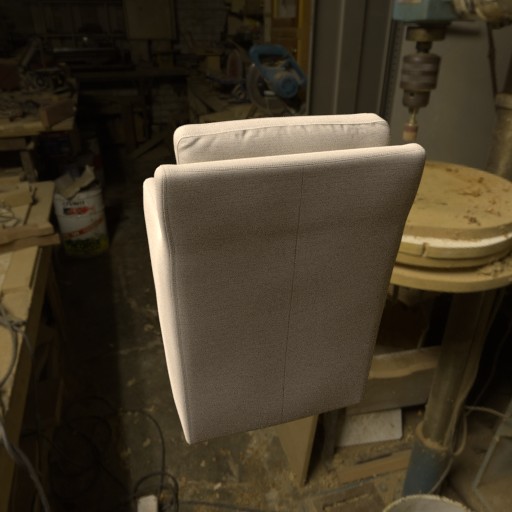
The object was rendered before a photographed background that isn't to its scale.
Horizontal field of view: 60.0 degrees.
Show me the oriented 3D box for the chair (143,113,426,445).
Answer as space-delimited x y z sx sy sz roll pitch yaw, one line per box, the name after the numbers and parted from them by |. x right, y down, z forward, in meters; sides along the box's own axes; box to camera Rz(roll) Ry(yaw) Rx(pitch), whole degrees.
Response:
0.000 0.000 1.368 0.626 0.914 0.694 -8 30 -14 | chair
